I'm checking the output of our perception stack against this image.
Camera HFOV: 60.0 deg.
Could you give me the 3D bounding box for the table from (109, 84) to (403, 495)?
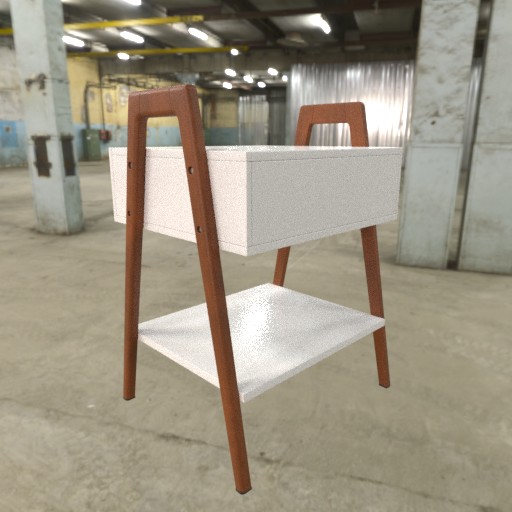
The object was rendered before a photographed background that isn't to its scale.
[{"bbox_3d":[0.000,0.000,0.904,0.457,0.610,0.405,-14,20,-43],"label":"table"}]
